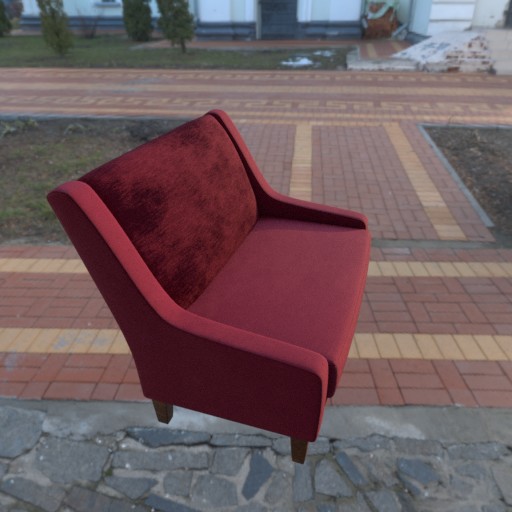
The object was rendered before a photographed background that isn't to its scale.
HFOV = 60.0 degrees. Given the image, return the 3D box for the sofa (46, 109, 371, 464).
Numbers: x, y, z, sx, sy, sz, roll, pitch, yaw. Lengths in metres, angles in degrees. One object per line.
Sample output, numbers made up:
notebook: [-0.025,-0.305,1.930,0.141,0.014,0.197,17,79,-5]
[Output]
sofa: [0.000,0.000,1.944,0.946,0.976,1.242,10,31,16]
